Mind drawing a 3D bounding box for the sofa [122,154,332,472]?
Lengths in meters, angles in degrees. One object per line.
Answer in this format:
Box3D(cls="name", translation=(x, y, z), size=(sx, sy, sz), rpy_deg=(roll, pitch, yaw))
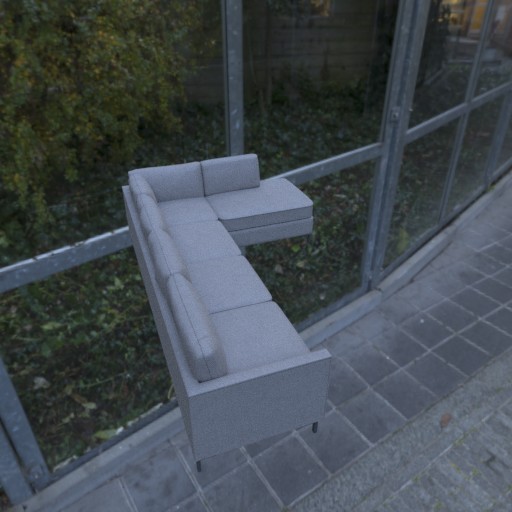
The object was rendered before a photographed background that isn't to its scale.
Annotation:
Box3D(cls="sofa", translation=(0.000, 0.000, 4.244), size=(2.077, 0.964, 3.331), rpy_deg=(-11, 33, -18))
